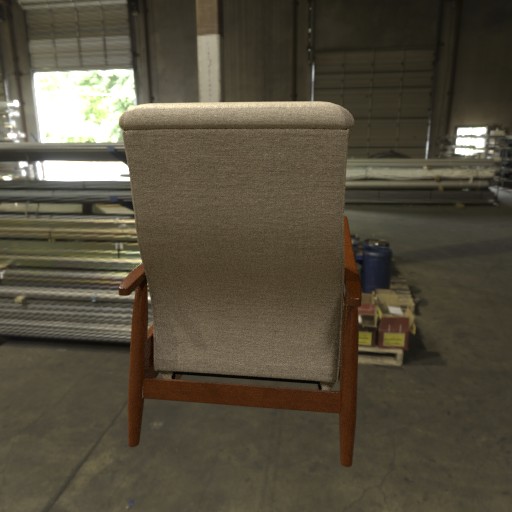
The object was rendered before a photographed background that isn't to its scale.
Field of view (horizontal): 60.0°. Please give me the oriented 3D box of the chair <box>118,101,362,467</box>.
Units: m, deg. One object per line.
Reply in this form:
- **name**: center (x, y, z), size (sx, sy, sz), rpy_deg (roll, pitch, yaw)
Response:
- **chair**: center (0.000, 0.000, 1.759), size (0.762, 1.082, 1.014), rpy_deg (2, 15, 7)
